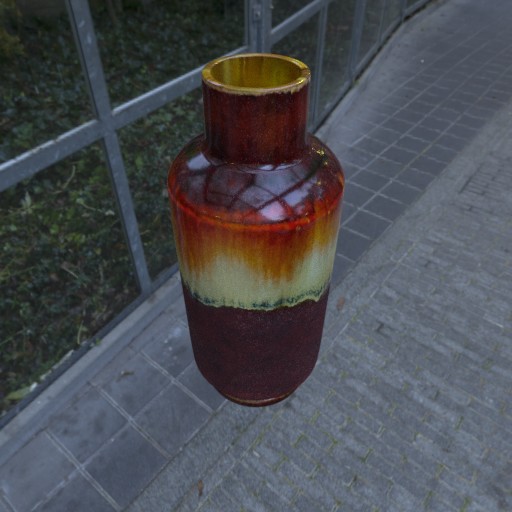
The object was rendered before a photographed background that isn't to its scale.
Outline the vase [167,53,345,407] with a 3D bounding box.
[{"bbox_3d":[0.000,0.000,0.319,0.111,0.261,0.111,0,42,0],"label":"vase"}]
